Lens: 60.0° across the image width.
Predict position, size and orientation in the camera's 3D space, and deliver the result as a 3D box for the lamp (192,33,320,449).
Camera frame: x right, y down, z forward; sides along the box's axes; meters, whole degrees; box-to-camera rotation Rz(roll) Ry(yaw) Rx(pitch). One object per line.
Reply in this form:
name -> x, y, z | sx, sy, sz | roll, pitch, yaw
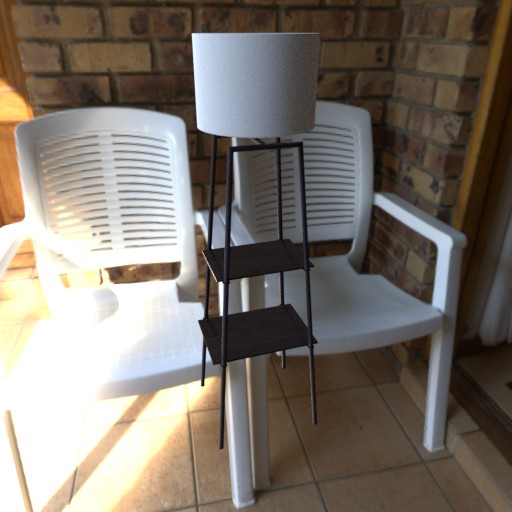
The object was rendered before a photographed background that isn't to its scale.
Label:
lamp -> 0.000, 0.000, 1.641 | 0.427, 1.474, 0.384 | -8, 28, -16
